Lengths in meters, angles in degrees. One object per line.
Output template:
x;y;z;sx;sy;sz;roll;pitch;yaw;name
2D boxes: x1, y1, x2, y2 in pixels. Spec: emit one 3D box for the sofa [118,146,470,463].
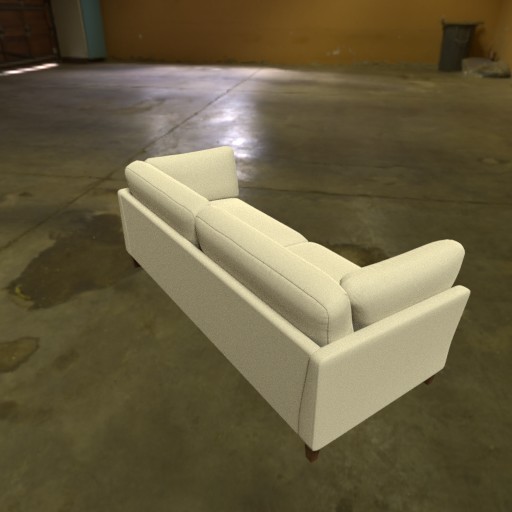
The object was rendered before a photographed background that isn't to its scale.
0.000;0.000;2.791;0.957;0.863;2.301;-18;34;-30;sofa
